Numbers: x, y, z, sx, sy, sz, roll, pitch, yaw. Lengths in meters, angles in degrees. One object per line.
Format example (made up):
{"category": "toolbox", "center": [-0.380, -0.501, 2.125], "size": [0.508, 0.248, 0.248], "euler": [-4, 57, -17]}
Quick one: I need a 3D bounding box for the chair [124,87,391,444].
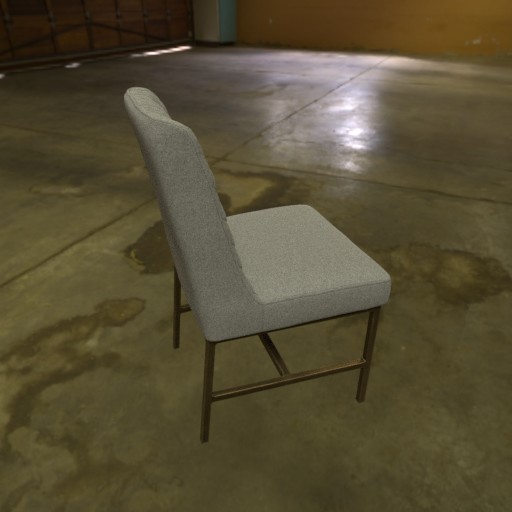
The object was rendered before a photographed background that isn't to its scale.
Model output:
{"category": "chair", "center": [0.000, 0.000, 1.263], "size": [0.587, 0.889, 0.508], "euler": [-10, 32, -17]}
